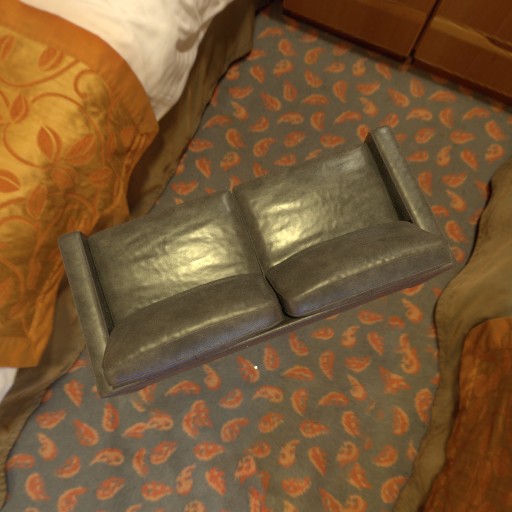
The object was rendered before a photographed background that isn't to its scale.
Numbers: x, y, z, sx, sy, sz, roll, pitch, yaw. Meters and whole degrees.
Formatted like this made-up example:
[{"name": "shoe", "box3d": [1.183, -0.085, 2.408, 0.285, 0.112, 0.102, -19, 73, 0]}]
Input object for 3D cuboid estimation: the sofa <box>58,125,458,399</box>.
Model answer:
[{"name": "sofa", "box3d": [0.000, 0.000, 2.578, 2.081, 0.916, 0.939, -20, 77, -5]}]
